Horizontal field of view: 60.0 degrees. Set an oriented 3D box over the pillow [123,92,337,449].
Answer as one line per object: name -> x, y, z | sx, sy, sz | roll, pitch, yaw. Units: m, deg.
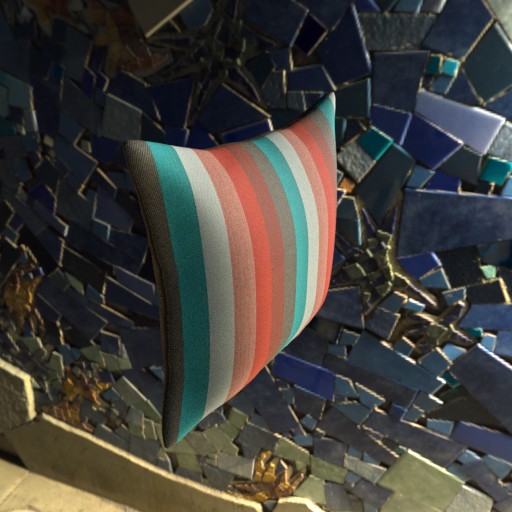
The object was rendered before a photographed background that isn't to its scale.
pillow -> 0.000, 0.000, 0.696 | 0.168, 0.443, 0.453 | 18, 32, 31
